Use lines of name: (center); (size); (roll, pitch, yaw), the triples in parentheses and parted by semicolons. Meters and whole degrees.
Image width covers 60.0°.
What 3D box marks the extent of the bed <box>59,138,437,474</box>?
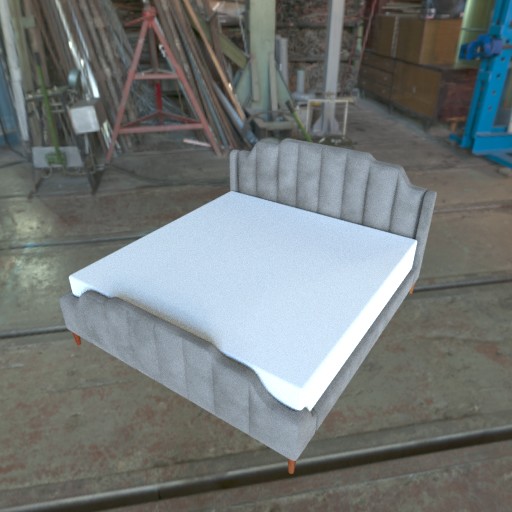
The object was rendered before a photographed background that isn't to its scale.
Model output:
bed: (0.000, 0.000, 3.560); (2.074, 1.245, 2.340); (19, 35, 29)
